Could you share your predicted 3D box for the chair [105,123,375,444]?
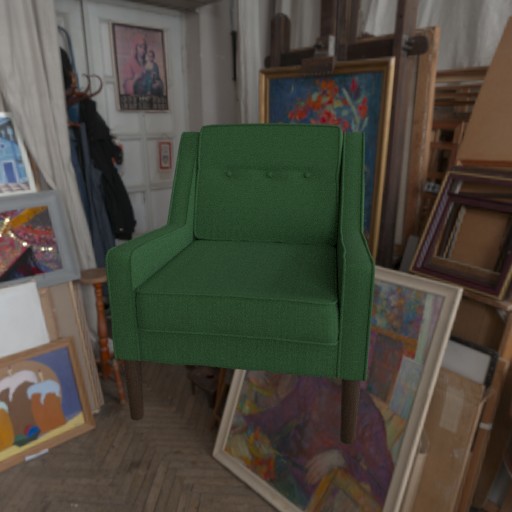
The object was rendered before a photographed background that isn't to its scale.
[{"bbox_3d":[0.000,0.000,1.381,0.663,0.792,0.743,3,17,9],"label":"chair"}]
